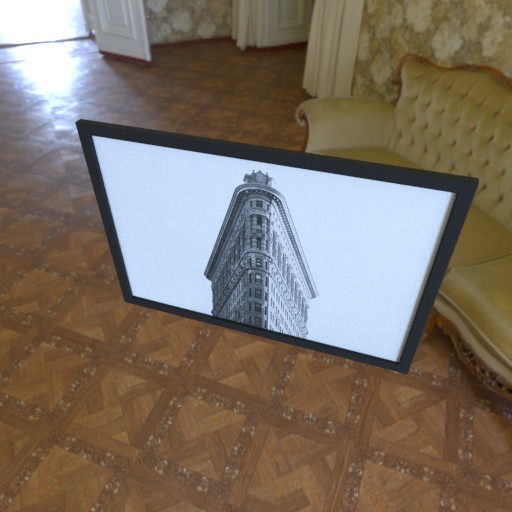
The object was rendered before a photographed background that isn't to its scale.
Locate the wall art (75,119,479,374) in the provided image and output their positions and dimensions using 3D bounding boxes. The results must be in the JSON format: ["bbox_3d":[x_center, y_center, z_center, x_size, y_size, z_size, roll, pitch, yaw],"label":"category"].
[{"bbox_3d":[0.000,0.000,1.239,0.964,0.659,0.049,13,42,15],"label":"wall art"}]
